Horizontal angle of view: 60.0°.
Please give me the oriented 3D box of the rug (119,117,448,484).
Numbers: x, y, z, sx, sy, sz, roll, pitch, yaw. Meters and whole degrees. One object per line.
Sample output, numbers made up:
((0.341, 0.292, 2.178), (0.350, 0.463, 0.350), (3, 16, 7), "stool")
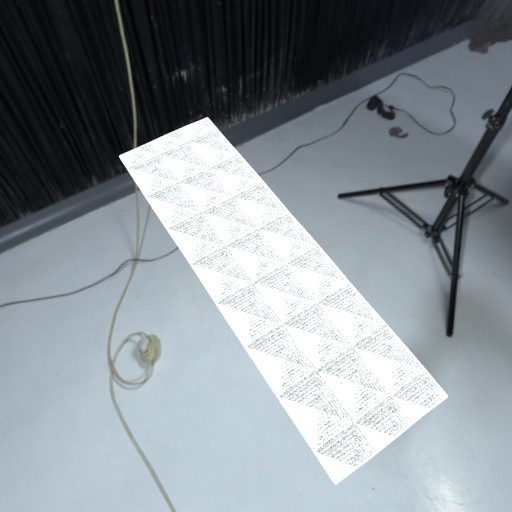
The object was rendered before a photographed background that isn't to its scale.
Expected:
((0.000, 0.000, 2.363), (0.645, 0.015, 2.182), (-29, 62, -17), "rug")
